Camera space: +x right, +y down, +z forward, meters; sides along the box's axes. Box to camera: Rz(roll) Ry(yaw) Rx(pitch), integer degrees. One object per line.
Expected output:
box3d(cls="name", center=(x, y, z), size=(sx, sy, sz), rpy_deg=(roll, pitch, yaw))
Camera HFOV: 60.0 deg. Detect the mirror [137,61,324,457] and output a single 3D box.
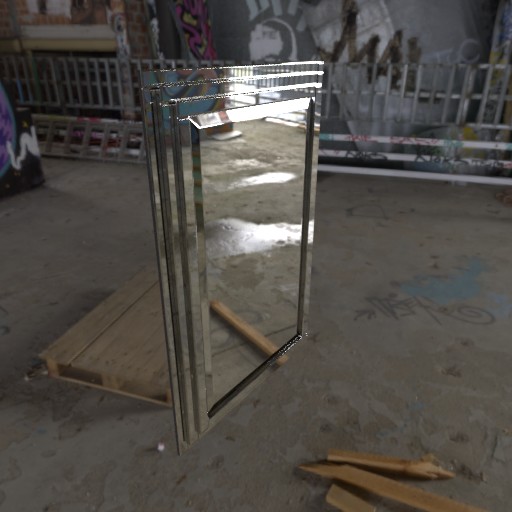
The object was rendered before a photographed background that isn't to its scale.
box3d(cls="mirror", center=(0.000, 0.000, 1.153), size=(0.039, 0.914, 0.613), rpy_deg=(18, 31, 34))
